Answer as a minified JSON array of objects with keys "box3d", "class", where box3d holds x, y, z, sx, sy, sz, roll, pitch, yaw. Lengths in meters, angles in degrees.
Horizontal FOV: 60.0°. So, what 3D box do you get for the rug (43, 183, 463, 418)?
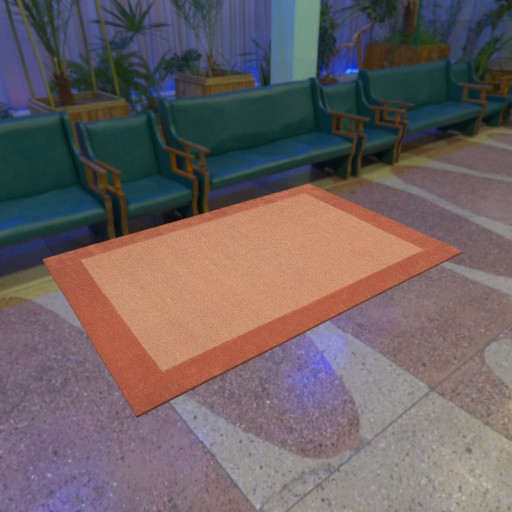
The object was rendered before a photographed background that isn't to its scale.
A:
[{"box3d":[0.000,0.000,2.314,1.829,0.014,1.219,-20,36,-30],"class":"rug"}]
